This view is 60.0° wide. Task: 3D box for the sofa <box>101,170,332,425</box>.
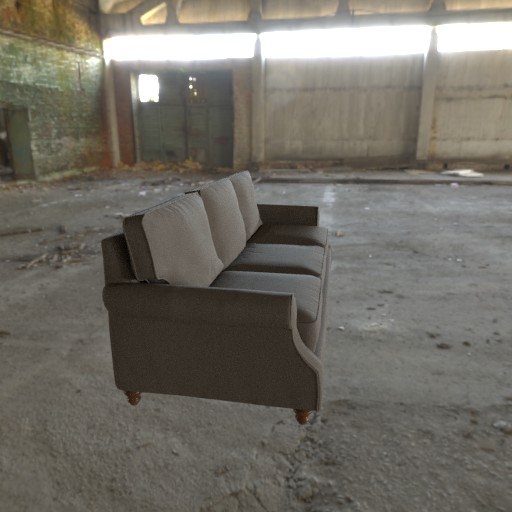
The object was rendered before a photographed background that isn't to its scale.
[{"bbox_3d":[0.000,0.000,2.893,0.966,0.948,2.353,3,16,10],"label":"sofa"}]
